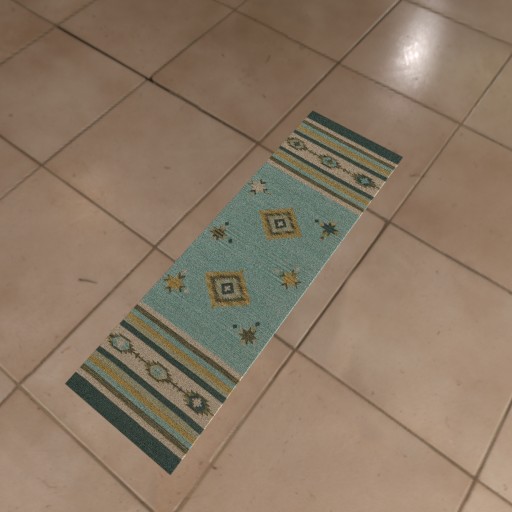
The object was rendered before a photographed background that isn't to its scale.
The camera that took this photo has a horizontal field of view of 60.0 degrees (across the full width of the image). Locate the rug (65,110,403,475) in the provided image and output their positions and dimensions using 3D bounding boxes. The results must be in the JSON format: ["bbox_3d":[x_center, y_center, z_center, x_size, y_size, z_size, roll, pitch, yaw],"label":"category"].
[{"bbox_3d":[0.000,0.000,2.718,0.744,0.010,2.441,33,67,16],"label":"rug"}]
